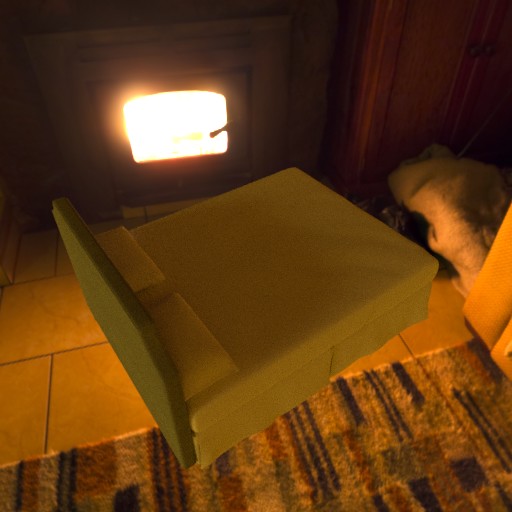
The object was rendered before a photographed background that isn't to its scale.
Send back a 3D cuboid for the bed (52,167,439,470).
[{"bbox_3d":[0.000,0.000,3.597,2.464,1.306,1.977,-26,48,-26],"label":"bed"}]
